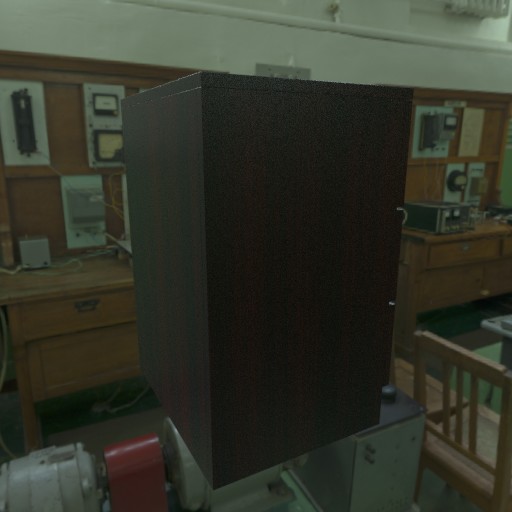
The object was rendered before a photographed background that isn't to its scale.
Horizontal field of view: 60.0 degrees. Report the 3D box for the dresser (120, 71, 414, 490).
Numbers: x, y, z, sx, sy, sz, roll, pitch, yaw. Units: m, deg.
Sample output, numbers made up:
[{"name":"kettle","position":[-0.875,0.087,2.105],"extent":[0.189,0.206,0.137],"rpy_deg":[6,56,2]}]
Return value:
[{"name":"dresser","position":[0.000,0.000,0.816],"extent":[0.360,0.560,0.400],"rpy_deg":[-8,17,-28]}]
